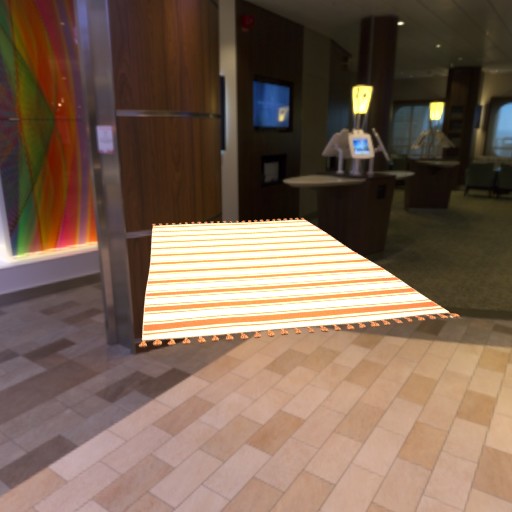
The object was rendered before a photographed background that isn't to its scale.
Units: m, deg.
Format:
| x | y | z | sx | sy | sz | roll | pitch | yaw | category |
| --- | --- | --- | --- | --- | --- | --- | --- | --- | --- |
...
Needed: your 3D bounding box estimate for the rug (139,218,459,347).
| x | y | z | sx | sy | sz | roll | pitch | yaw | category |
| --- | --- | --- | --- | --- | --- | --- | --- | --- | --- |
| 0.000 | 0.000 | 2.600 | 1.232 | 0.017 | 2.092 | -3 | 16 | -11 | rug |
